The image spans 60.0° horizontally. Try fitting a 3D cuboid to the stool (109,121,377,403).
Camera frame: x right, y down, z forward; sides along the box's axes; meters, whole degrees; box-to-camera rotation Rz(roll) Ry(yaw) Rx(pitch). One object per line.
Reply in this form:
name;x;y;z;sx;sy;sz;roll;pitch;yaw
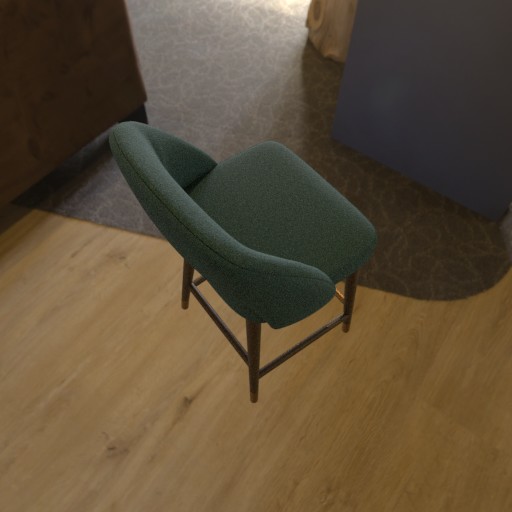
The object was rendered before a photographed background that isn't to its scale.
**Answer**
stool;0.000;0.000;1.258;0.522;0.939;0.536;-33;63;-19
